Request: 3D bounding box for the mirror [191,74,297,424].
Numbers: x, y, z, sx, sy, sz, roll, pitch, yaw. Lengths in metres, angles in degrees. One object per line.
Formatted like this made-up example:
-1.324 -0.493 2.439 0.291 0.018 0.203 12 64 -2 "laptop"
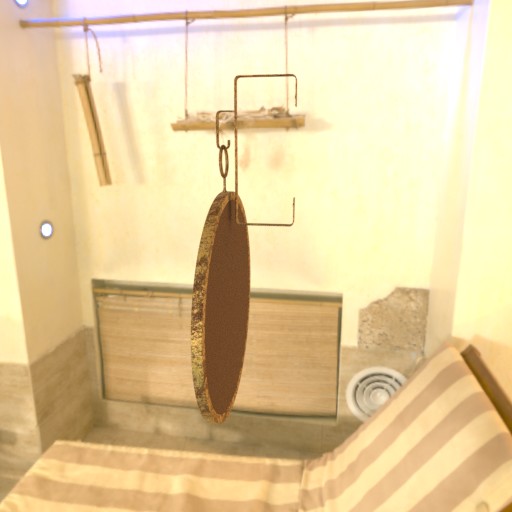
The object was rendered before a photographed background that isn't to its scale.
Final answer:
0.000 0.000 0.854 0.144 0.651 0.447 2 14 8 "mirror"
